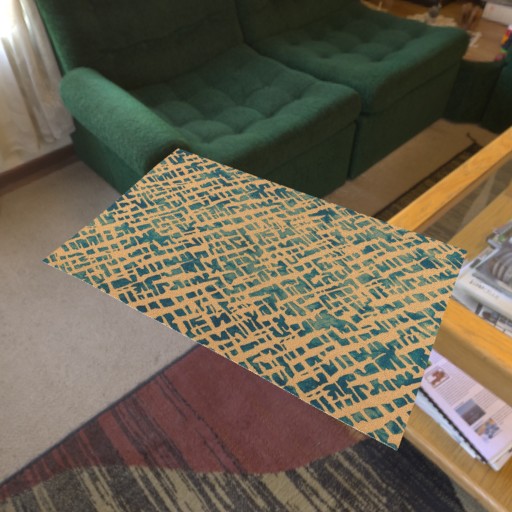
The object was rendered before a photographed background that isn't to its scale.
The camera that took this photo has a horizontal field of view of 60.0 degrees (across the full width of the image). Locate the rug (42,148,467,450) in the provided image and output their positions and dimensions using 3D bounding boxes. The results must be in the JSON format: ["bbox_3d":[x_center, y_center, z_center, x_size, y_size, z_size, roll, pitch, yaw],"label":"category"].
[{"bbox_3d":[0.000,0.000,2.988,2.447,0.011,1.520,23,51,20],"label":"rug"}]
